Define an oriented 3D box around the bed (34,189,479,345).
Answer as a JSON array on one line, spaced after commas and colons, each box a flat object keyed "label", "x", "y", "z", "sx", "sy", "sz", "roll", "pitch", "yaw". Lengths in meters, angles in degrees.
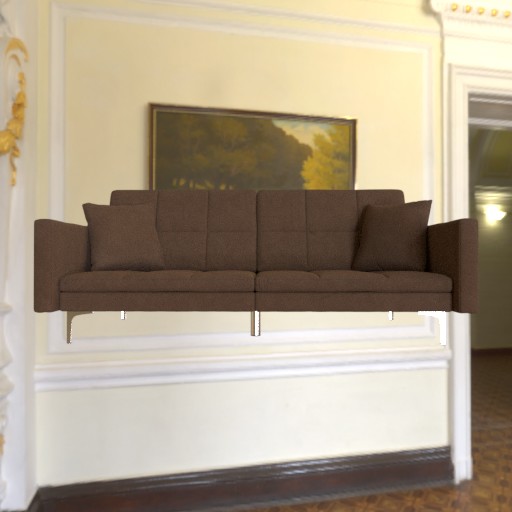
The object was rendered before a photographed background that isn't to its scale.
[{"label": "bed", "x": 0.000, "y": 0.000, "z": 2.323, "sx": 1.905, "sy": 0.787, "sz": 0.889, "roll": 0, "pitch": 0, "yaw": 1}]
